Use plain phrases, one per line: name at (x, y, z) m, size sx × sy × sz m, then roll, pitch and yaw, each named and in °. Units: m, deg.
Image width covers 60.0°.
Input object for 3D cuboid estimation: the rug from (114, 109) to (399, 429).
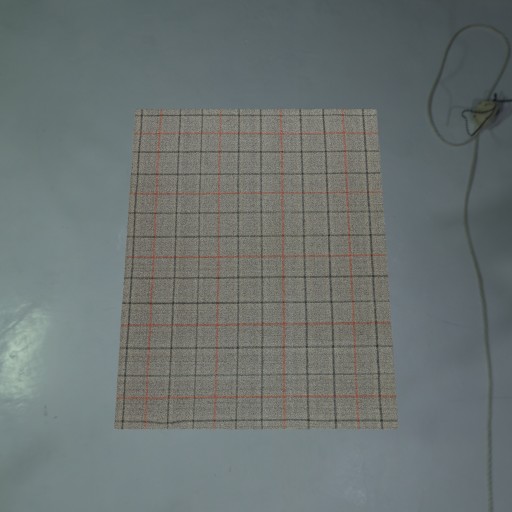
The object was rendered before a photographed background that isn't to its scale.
rug at (0.000, 0.000, 4.138) m, size 2.444 × 0.012 × 3.048 m, roll 0°, pitch 77°, yaw 0°
